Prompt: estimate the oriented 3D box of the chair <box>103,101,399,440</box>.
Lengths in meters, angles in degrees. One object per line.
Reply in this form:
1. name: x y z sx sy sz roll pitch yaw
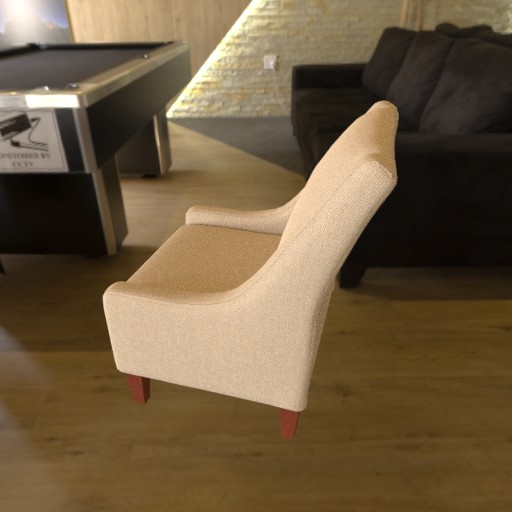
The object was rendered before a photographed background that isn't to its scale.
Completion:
1. chair: 0.000 0.000 1.636 0.870 1.014 0.774 8 31 14
